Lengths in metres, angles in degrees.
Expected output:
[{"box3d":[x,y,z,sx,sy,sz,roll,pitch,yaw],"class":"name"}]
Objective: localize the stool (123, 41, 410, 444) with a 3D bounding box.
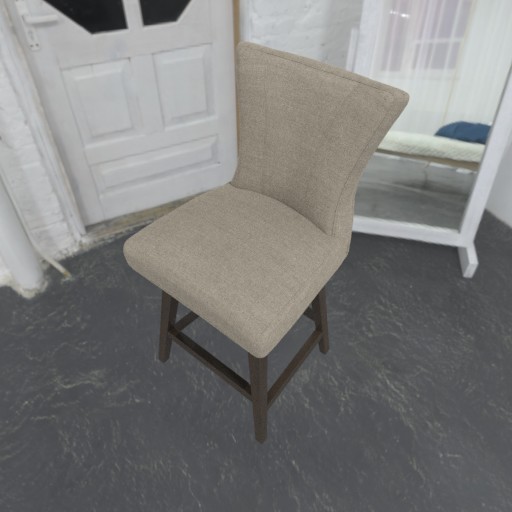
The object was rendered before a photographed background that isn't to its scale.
[{"box3d":[0.000,0.000,1.330,0.514,1.000,0.574,30,53,26],"class":"stool"}]
